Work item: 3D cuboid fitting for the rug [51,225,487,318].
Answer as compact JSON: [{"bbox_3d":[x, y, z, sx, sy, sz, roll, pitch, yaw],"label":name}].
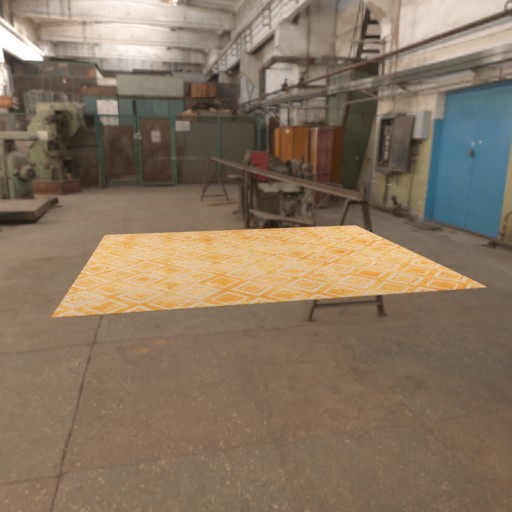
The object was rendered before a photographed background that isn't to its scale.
[{"bbox_3d":[0.000,0.000,4.160,3.037,0.011,2.433,-3,15,-11],"label":"rug"}]
